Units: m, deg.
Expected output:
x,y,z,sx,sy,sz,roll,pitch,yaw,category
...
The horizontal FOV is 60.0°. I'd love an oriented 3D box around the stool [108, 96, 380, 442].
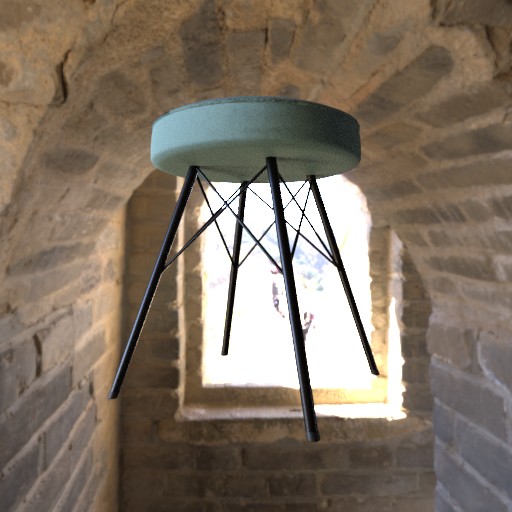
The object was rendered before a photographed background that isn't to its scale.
x,y,z,sx,sy,sz,roll,pitch,yaw,category
0.000,0.000,0.885,0.458,0.519,0.457,0,0,36,stool
